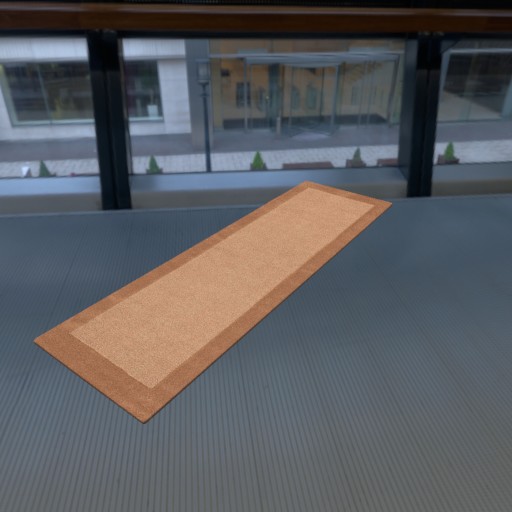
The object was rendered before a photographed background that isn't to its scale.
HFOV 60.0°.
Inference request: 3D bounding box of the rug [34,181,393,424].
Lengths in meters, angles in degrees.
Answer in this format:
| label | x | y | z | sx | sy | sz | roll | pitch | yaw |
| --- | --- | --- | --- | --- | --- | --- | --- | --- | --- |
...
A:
| label | x | y | z | sx | sy | sz | roll | pitch | yaw |
| --- | --- | --- | --- | --- | --- | --- | --- | --- | --- |
| rug | 0.000 | 0.000 | 2.687 | 0.764 | 0.017 | 2.439 | 21 | 37 | 31 |
